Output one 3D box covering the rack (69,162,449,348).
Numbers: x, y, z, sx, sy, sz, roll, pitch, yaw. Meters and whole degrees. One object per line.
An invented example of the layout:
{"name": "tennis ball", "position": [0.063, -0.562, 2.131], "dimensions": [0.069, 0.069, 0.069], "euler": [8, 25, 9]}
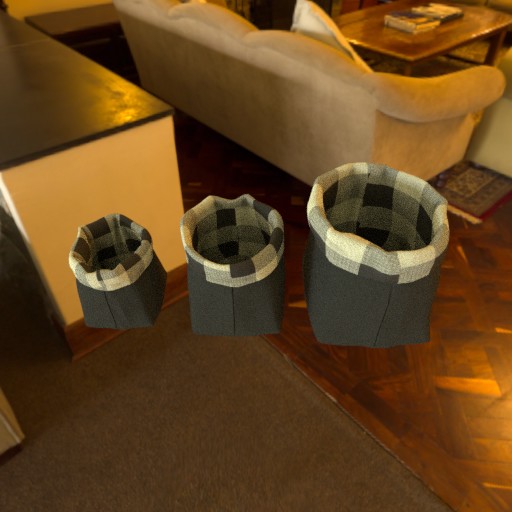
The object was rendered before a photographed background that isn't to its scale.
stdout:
{"name": "rack", "position": [0.000, 0.000, 1.085], "dimensions": [0.889, 0.329, 0.370], "euler": [0, 42, 0]}
